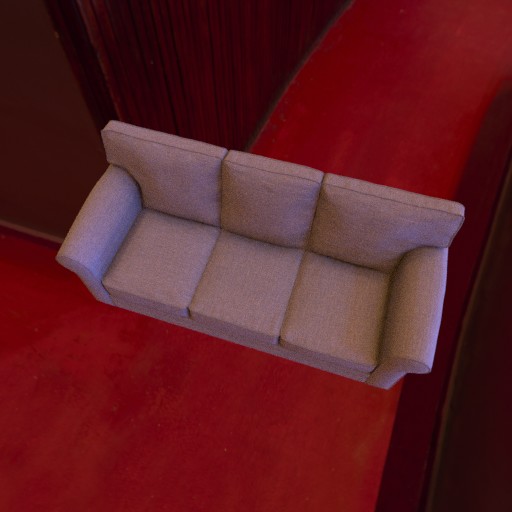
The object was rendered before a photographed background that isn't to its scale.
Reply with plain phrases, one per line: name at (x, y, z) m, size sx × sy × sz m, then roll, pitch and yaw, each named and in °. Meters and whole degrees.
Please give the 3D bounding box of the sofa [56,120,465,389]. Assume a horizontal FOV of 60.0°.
sofa at (0.000, 0.000, 2.629) m, size 2.084 × 0.961 × 0.916 m, roll 15°, pitch 61°, yaw 9°
